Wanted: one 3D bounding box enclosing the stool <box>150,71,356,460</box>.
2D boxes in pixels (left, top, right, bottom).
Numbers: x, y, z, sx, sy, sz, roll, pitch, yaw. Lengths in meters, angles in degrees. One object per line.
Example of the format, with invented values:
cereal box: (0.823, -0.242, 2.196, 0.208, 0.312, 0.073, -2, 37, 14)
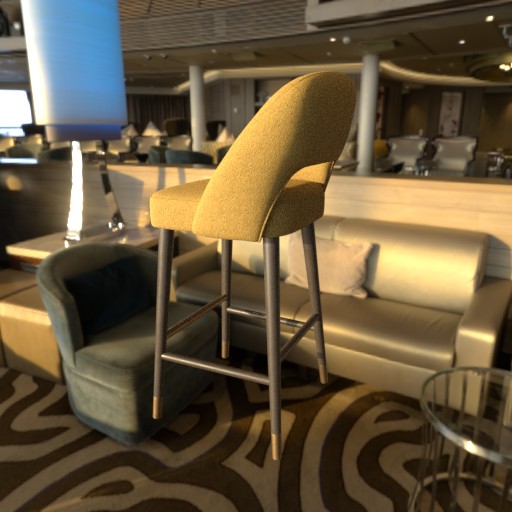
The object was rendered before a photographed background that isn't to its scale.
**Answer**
stool: (0.000, 0.000, 1.372, 0.522, 1.032, 0.536, 8, 18, 25)
